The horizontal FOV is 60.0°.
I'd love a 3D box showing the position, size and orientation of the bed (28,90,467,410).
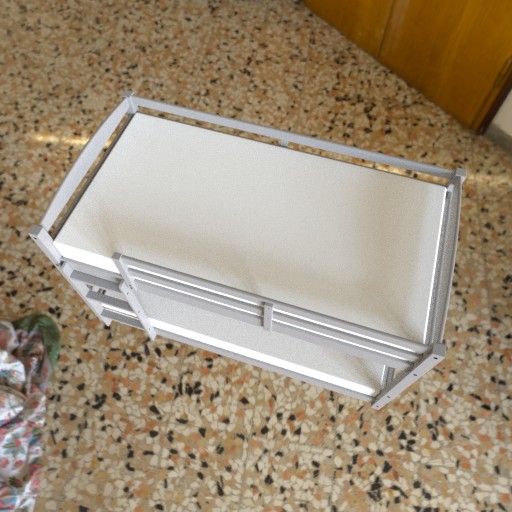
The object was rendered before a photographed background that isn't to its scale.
[{"bbox_3d":[0.000,0.000,2.745,2.013,1.206,1.105,16,62,9],"label":"bed"}]
